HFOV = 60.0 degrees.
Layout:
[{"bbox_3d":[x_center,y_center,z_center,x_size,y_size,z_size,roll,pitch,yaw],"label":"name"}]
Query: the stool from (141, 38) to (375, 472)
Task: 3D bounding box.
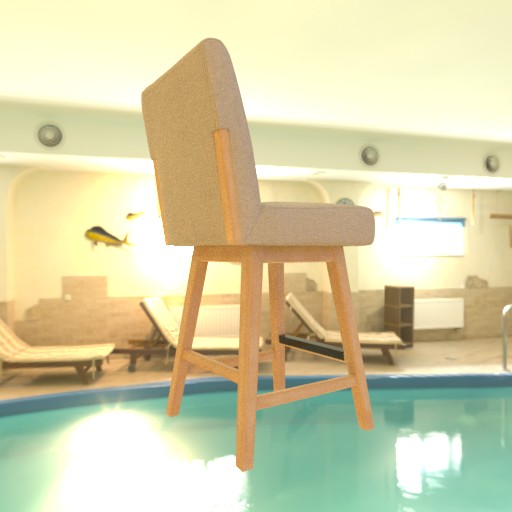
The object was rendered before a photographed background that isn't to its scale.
[{"bbox_3d":[0.000,0.000,1.418,0.606,1.085,0.507,0,1,-34],"label":"stool"}]
